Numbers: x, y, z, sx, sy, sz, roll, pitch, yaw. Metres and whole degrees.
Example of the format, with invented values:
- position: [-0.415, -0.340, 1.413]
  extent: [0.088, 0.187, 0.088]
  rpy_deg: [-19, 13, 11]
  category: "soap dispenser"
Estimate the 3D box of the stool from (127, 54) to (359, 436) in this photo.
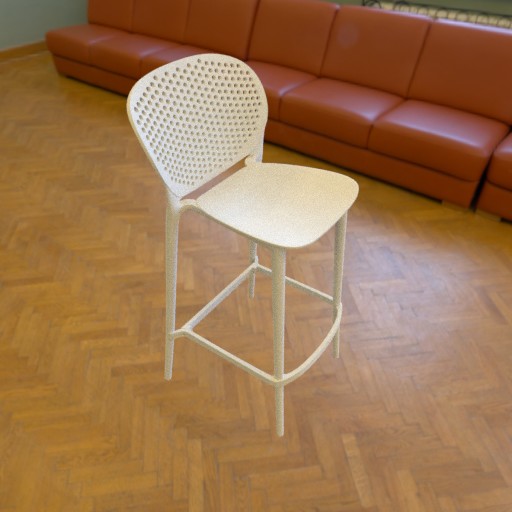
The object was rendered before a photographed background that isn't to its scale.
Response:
- position: [0.000, 0.000, 1.356]
  extent: [0.535, 1.045, 0.536]
  rpy_deg: [25, 47, 27]
  category: "stool"
